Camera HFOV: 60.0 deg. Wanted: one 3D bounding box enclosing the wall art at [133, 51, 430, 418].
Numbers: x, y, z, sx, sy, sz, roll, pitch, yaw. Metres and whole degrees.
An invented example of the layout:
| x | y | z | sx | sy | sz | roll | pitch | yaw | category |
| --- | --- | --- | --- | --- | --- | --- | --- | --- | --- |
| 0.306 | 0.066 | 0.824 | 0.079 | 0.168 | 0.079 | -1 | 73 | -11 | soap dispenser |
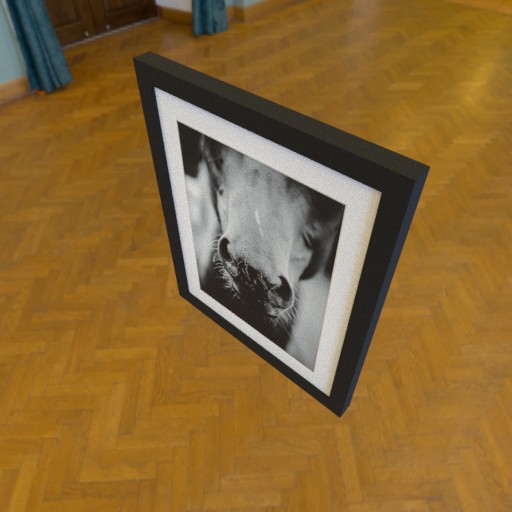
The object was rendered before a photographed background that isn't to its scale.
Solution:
| x | y | z | sx | sy | sz | roll | pitch | yaw | category |
| --- | --- | --- | --- | --- | --- | --- | --- | --- | --- |
| 0.000 | 0.000 | 0.761 | 0.457 | 0.559 | 0.033 | 32 | 54 | 27 | wall art |
